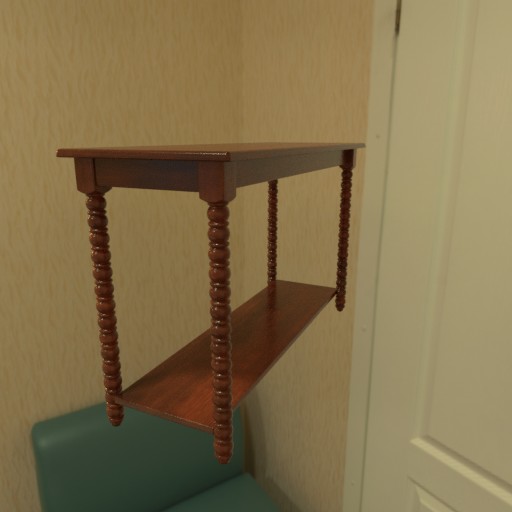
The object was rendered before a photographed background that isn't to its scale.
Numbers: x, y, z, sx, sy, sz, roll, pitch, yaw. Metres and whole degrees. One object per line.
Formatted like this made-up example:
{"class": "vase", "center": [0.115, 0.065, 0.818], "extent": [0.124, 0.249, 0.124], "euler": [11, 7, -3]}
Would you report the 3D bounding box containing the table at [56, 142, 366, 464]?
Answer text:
{"class": "table", "center": [0.000, 0.000, 1.522], "extent": [0.459, 0.740, 1.184], "euler": [7, 17, 24]}
